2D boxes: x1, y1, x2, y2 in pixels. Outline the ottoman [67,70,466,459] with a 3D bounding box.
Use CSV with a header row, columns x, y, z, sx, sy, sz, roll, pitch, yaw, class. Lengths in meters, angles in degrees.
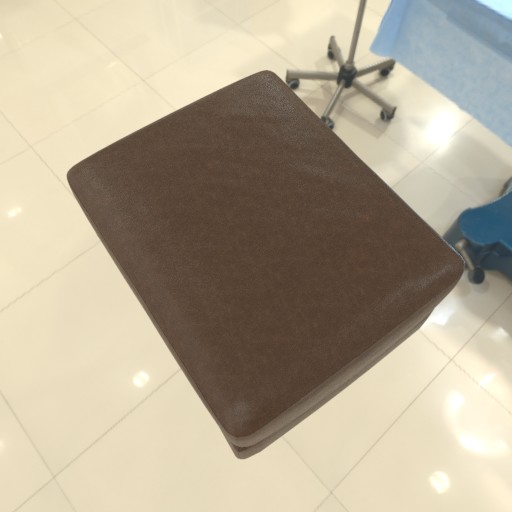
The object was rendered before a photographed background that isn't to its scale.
x,y,z,sx,sy,sz,roll,pitch,yaw,class
0.000,0.000,1.117,0.603,0.476,0.751,-32,68,-15,ottoman
